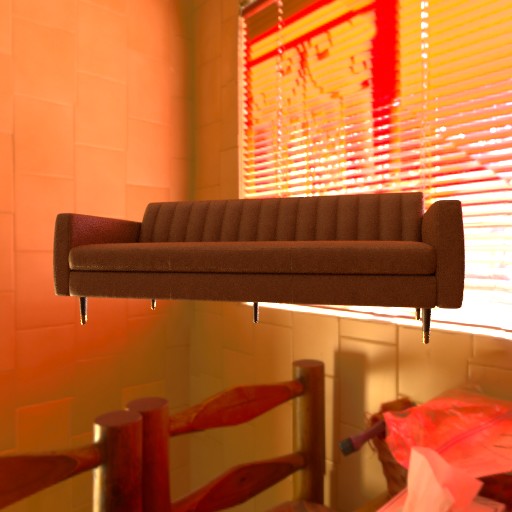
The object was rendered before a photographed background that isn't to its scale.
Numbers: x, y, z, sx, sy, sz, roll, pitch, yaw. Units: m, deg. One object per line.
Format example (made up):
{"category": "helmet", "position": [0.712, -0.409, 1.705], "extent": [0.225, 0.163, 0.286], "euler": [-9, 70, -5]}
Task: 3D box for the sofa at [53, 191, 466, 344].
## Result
{"category": "sofa", "position": [0.000, 0.000, 2.737], "extent": [2.291, 0.821, 0.990], "euler": [0, 0, 18]}
